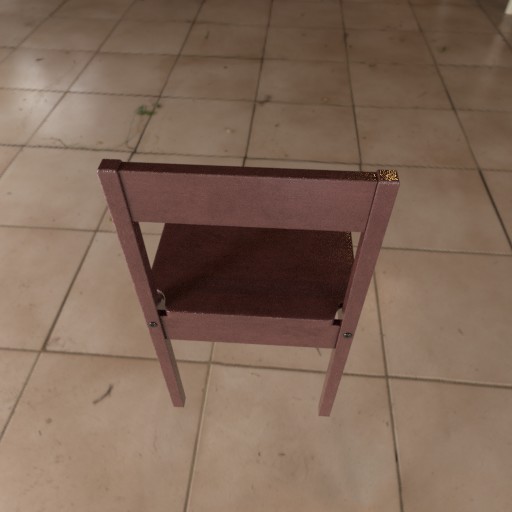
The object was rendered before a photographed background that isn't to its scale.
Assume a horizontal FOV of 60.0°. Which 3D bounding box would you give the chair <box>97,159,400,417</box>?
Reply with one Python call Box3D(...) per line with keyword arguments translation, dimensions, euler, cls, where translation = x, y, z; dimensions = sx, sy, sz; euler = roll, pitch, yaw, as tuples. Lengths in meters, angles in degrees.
Box3D(translation=(0.000, 0.000, 0.881), dimensions=(0.367, 0.668, 0.361), euler=(3, 48, 3), cls="chair")
